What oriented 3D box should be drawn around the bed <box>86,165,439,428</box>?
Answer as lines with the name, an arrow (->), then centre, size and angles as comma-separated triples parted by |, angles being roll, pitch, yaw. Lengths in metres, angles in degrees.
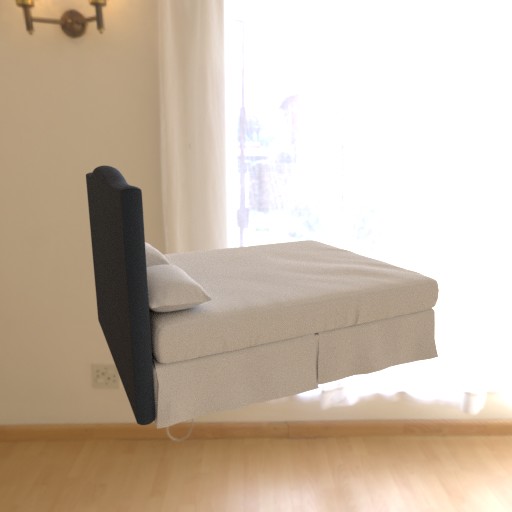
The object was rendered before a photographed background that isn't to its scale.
bed -> 0.000, 0.000, 3.519 | 2.282, 1.436, 1.821 | -6, 15, -25
